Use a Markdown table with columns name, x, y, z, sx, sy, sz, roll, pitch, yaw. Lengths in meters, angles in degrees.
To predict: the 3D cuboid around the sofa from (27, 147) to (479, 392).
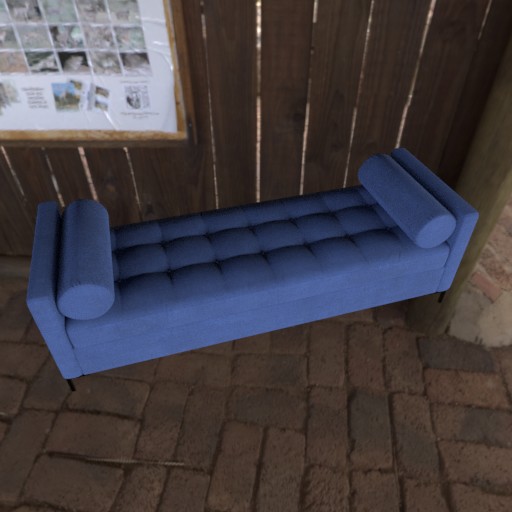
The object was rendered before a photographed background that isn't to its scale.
| name | x | y | z | sx | sy | sz | roll | pitch | yaw |
| --- | --- | --- | --- | --- | --- | --- | --- | --- | --- |
| sofa | 0.000 | 0.000 | 2.288 | 1.981 | 0.635 | 0.686 | -11 | 42 | -12 |
